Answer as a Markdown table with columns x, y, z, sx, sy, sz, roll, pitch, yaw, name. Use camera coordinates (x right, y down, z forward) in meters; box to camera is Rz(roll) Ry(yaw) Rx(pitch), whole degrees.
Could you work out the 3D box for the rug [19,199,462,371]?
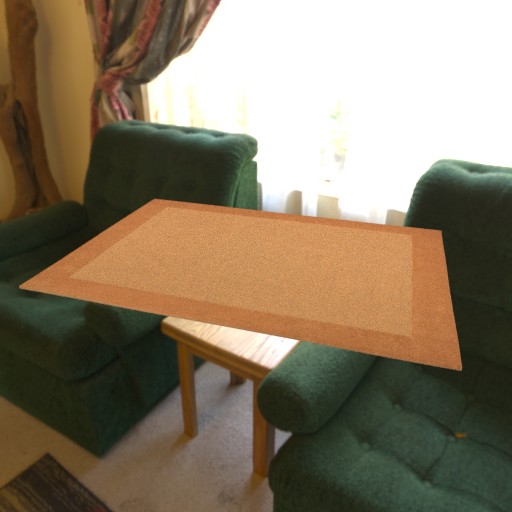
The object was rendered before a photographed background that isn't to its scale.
| x | y | z | sx | sy | sz | roll | pitch | yaw | name |
| --- | --- | --- | --- | --- | --- | --- | --- | --- | --- |
| 0.000 | 0.000 | 2.248 | 1.829 | 0.014 | 1.219 | 8 | 28 | 15 | rug |
